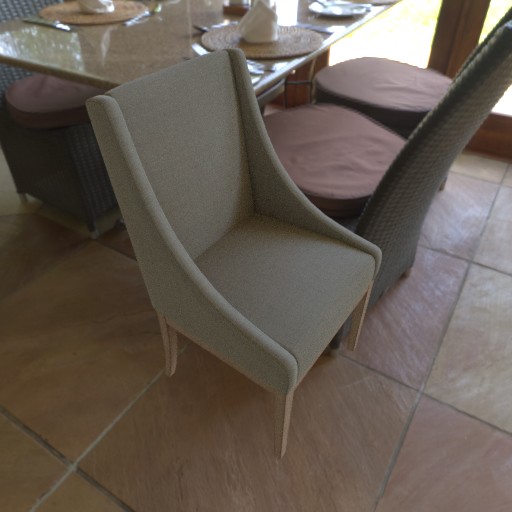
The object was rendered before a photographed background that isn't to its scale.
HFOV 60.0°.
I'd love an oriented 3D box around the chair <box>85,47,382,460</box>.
[{"bbox_3d":[0.000,0.000,1.366,0.611,1.021,0.575,24,46,26],"label":"chair"}]
